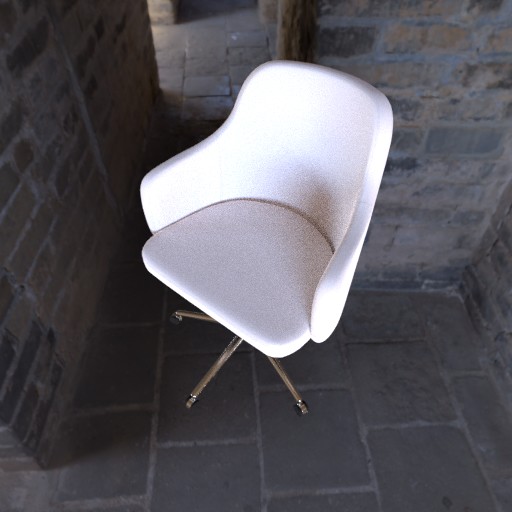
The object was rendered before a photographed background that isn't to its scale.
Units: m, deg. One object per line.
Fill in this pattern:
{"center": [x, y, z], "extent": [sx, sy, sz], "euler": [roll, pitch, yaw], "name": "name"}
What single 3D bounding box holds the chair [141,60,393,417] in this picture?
{"center": [0.000, 0.000, 1.212], "extent": [0.602, 0.819, 0.647], "euler": [31, 53, 26], "name": "chair"}
